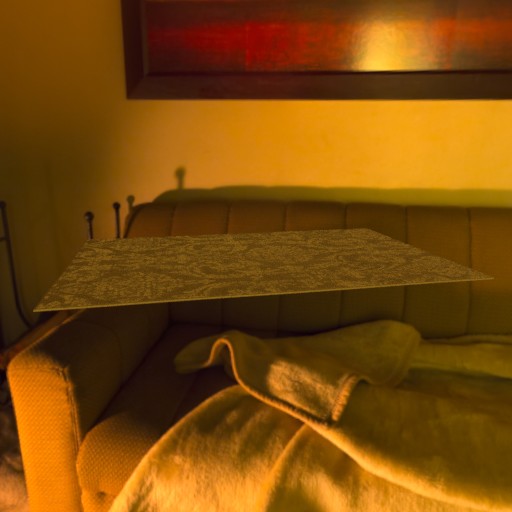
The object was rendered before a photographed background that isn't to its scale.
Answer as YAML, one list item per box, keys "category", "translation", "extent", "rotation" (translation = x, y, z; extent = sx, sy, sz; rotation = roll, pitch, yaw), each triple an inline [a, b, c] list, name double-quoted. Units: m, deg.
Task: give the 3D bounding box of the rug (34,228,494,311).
- category: "rug"
  translation: [0.000, 0.000, 2.278]
  extent: [1.824, 0.012, 1.206]
  rotation: [-3, 14, -12]
